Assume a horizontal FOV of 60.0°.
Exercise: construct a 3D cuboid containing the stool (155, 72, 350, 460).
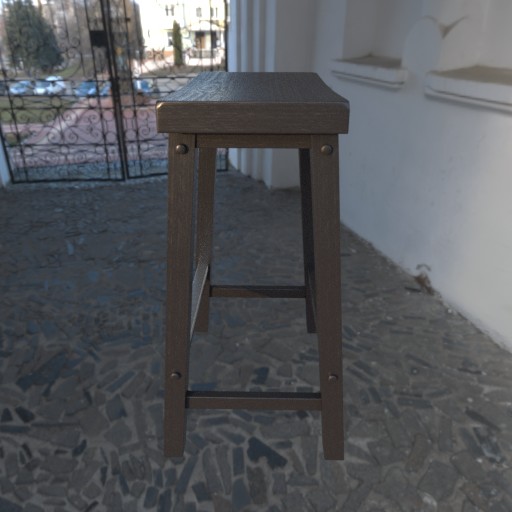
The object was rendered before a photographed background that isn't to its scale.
[{"bbox_3d":[0.000,0.000,0.834,0.322,0.610,0.406,1,27,1],"label":"stool"}]
